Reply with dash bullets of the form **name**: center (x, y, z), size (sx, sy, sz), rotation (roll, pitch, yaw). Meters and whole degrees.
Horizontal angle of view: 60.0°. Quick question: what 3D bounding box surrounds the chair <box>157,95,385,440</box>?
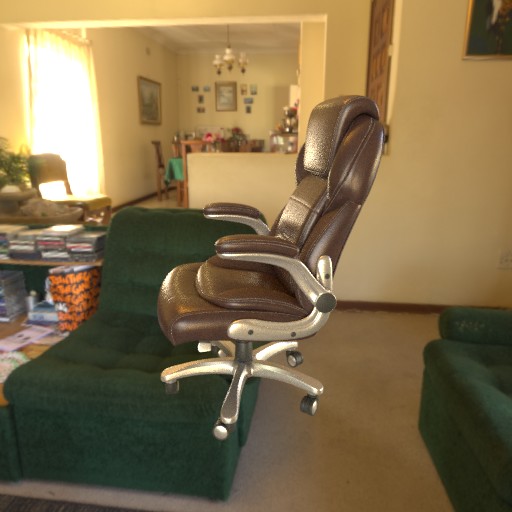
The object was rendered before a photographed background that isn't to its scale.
- **chair**: center (0.000, 0.000, 1.703), size (0.774, 1.160, 0.733), rotation (-3, 16, -9)
